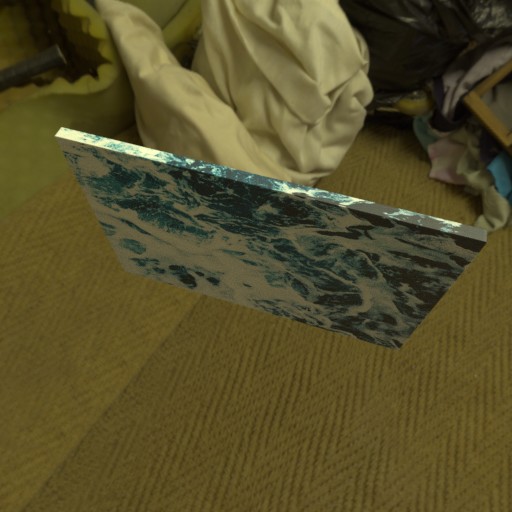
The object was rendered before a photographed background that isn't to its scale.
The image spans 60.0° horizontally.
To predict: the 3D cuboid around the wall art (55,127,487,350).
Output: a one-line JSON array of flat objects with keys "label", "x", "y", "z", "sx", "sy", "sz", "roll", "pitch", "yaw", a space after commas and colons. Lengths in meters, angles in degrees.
[{"label": "wall art", "x": 0.000, "y": 0.000, "z": 1.941, "sx": 1.524, "sy": 1.017, "sz": 0.055, "roll": 15, "pitch": 60, "yaw": 9}]
